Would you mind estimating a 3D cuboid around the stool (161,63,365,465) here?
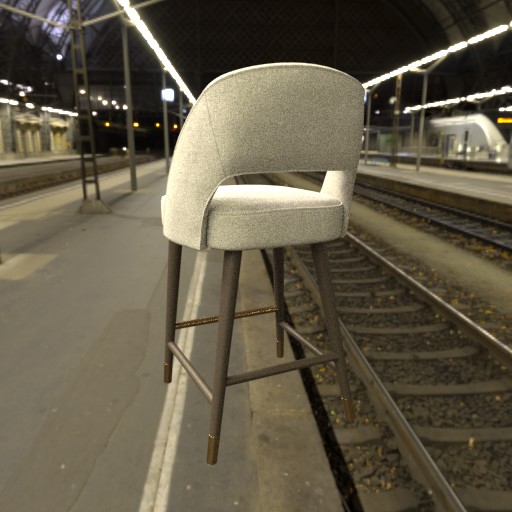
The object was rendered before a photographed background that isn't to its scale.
[{"bbox_3d":[0.000,0.000,1.253,0.494,0.940,0.509,-7,16,-24],"label":"stool"}]
